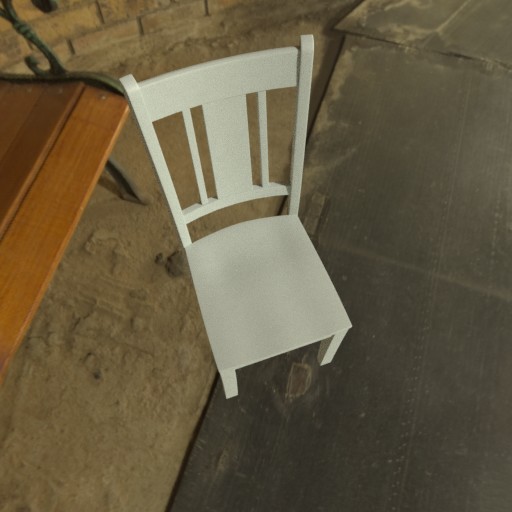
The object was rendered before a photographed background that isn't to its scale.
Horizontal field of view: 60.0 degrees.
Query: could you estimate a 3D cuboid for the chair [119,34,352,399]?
[{"bbox_3d":[0.000,0.000,1.312,0.450,0.998,0.555,-17,63,-9],"label":"chair"}]
